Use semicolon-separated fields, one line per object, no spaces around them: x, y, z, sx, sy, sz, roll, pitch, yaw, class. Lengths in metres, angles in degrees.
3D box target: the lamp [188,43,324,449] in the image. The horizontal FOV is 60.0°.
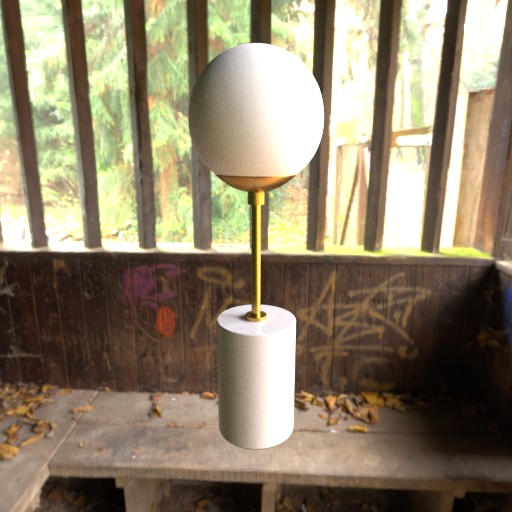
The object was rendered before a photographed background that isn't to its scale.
0.000;0.000;0.548;0.153;0.480;0.153;0;15;0;lamp
